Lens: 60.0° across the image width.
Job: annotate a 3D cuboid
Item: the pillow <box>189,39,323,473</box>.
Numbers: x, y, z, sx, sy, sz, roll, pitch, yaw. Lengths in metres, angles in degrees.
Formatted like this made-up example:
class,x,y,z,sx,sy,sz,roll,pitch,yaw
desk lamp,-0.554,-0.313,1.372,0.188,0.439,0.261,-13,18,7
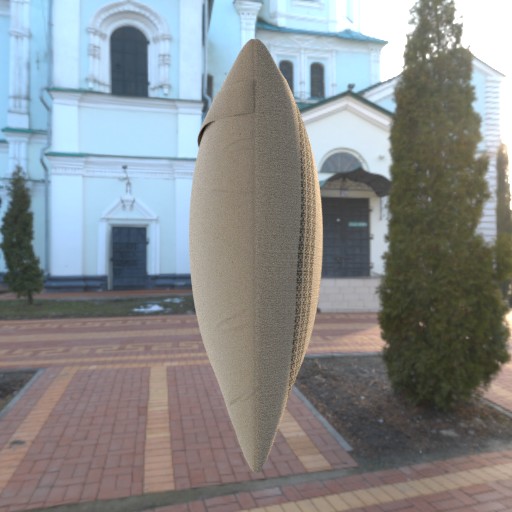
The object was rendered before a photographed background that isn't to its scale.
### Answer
class,x,y,z,sx,sy,sz,roll,pitch,yaw
pillow,0.000,0.000,0.608,0.173,0.406,0.405,0,0,0
